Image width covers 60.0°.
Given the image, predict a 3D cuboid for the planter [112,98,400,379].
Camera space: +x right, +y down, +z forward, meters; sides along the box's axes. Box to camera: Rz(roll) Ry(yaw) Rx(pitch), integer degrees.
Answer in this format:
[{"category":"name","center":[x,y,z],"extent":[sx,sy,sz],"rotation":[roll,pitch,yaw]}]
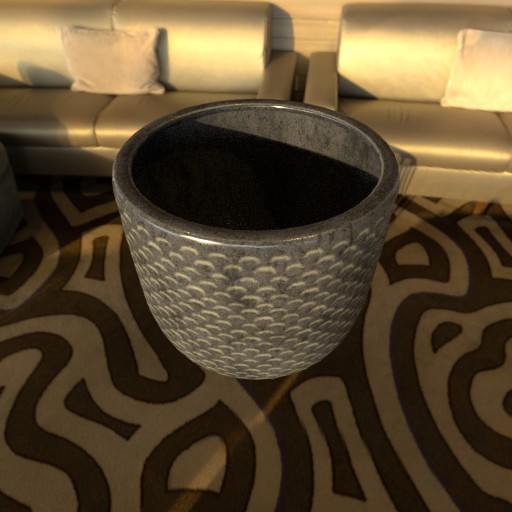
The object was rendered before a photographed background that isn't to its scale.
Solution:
[{"category":"planter","center":[0.000,0.000,0.370],"extent":[0.197,0.191,0.197],"rotation":[0,41,0]}]
